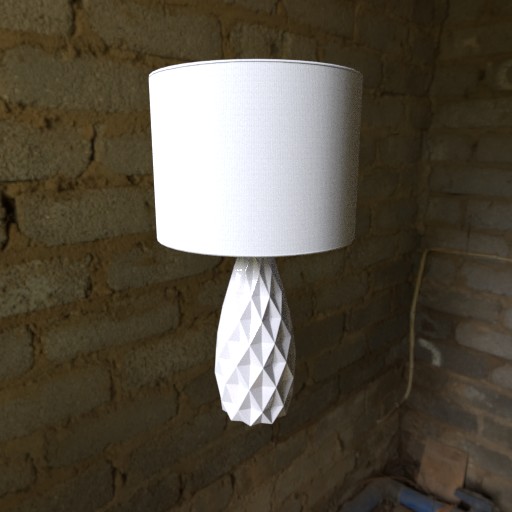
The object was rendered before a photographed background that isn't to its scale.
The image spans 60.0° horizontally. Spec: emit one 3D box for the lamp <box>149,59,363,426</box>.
[{"bbox_3d":[0.000,0.000,0.689,0.297,0.522,0.297,0,13,0],"label":"lamp"}]
